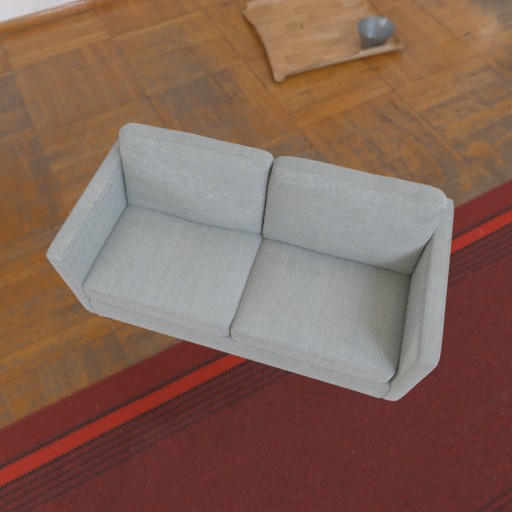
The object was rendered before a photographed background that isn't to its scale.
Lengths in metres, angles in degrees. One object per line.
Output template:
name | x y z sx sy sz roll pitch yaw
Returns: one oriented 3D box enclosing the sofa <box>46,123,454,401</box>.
sofa | 0.000 0.000 2.430 1.884 0.963 0.950 15 60 9
